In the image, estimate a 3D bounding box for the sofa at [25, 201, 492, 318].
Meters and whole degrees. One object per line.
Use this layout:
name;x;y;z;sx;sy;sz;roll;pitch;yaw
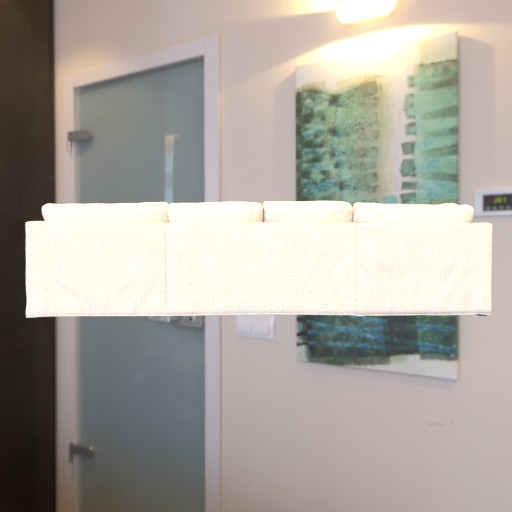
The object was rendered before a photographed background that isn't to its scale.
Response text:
sofa;0.000;0.000;4.444;3.460;0.882;2.427;0;1;-2
